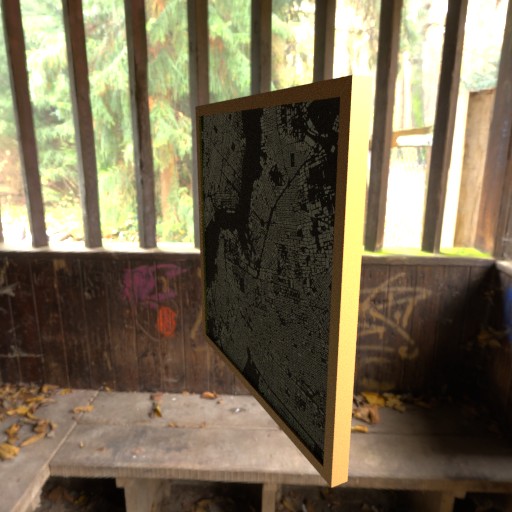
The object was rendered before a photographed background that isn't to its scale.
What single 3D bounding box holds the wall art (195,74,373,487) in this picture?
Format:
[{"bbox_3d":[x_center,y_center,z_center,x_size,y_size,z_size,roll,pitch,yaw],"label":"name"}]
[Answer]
[{"bbox_3d":[0.000,0.000,2.828,0.099,1.926,1.926,-7,16,-25],"label":"wall art"}]
